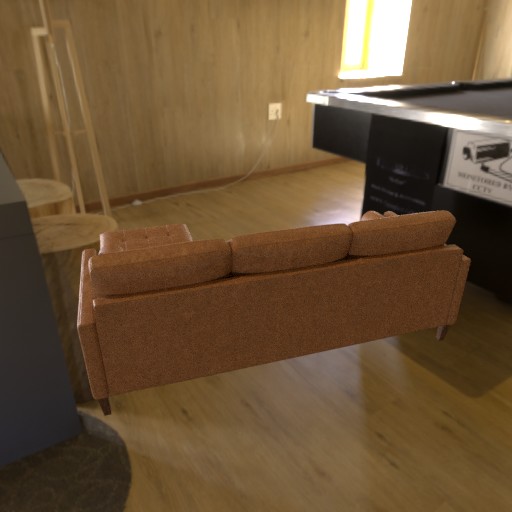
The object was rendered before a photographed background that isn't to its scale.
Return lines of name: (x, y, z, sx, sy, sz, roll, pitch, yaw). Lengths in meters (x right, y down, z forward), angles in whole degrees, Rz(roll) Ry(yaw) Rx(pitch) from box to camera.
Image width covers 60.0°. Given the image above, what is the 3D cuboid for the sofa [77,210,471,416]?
sofa: (0.000, 0.000, 2.995, 2.178, 0.876, 1.506, -8, 28, -16)
